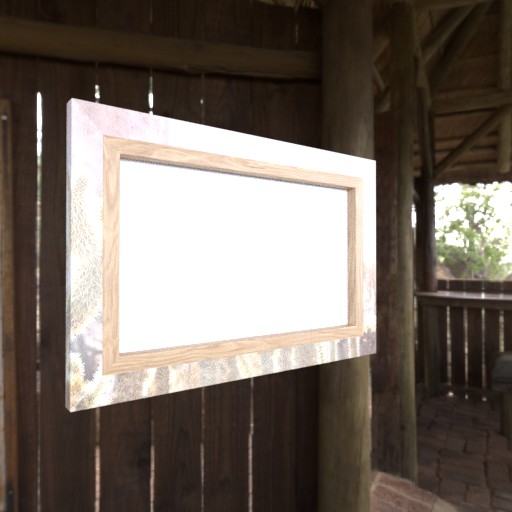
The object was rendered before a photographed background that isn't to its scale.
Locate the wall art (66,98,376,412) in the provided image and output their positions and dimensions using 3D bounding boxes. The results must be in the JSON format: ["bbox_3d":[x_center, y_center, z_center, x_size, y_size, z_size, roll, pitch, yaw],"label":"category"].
[{"bbox_3d":[0.000,0.000,1.143,0.916,0.608,0.040,0,-1,-36],"label":"wall art"}]
